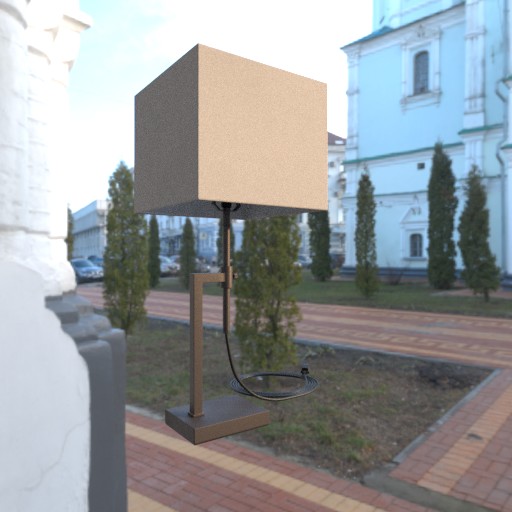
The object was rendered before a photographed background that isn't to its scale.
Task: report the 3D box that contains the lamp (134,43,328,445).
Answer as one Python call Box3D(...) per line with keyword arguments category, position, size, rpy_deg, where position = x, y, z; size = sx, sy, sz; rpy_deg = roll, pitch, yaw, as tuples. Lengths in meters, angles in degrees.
Box3D(category="lamp", position=(0.000, 0.000, 0.994), size=(0.504, 0.660, 0.399), rpy_deg=(0, 0, -35))
